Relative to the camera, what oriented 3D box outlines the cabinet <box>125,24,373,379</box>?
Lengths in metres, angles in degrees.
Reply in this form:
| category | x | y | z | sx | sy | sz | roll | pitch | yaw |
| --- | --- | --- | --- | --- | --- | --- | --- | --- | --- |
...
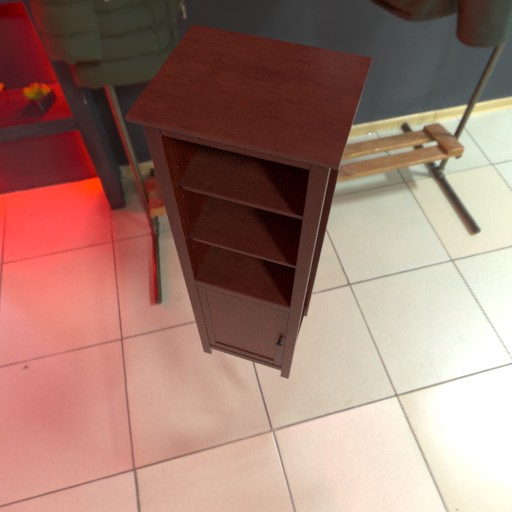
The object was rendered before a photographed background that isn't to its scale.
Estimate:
| category | x | y | z | sx | sy | sz | roll | pitch | yaw |
| --- | --- | --- | --- | --- | --- | --- | --- | --- | --- |
| cabinet | 0.000 | 0.000 | 1.710 | 0.500 | 1.518 | 0.401 | 15 | 58 | 10 |
